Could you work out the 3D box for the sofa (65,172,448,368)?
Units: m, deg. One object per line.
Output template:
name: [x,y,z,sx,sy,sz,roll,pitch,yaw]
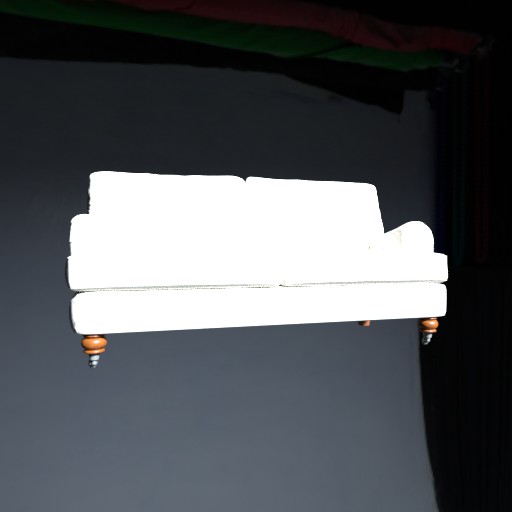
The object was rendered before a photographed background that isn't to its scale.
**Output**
sofa: [0.000,0.000,2.831,2.159,1.087,1.086,0,1,-17]
